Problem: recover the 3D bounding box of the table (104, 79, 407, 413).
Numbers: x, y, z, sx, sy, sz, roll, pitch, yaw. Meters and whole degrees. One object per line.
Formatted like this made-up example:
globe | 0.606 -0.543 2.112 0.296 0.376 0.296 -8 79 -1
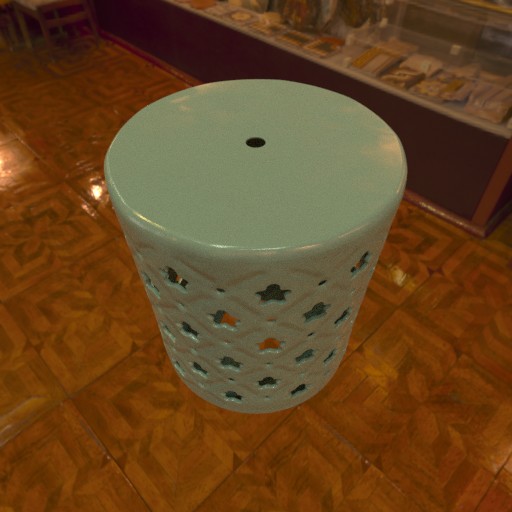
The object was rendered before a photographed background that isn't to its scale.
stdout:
table | 0.000 0.000 0.656 0.352 0.387 0.352 0 47 0
